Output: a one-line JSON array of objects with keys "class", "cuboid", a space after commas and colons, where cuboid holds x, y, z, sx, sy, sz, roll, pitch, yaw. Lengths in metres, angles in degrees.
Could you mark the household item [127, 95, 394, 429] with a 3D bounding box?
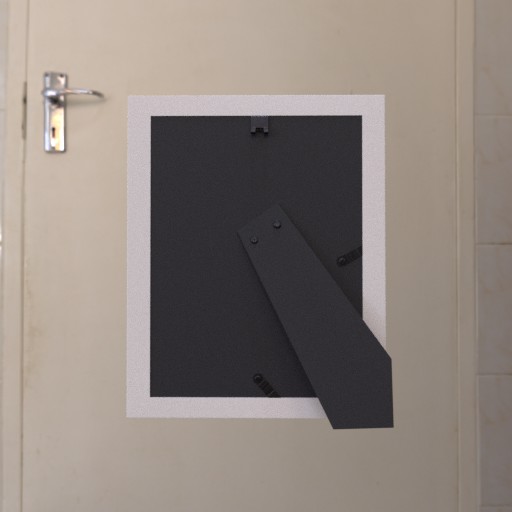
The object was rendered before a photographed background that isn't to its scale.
[{"class": "household item", "cuboid": [0.000, 0.000, 0.340, 0.200, 0.250, 0.045, 0, -1, 1]}]
